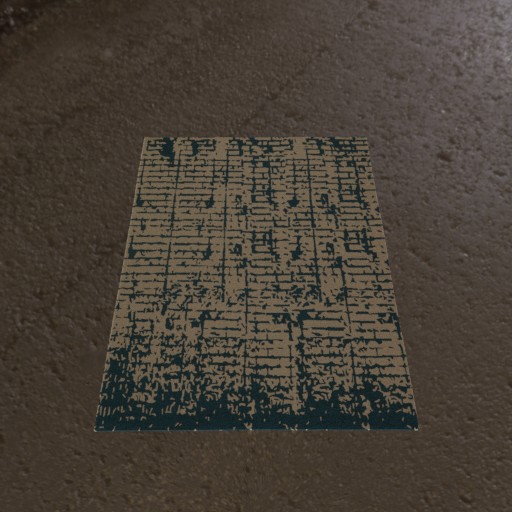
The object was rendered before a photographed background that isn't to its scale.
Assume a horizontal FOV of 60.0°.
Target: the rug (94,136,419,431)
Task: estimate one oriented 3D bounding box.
[{"bbox_3d":[0.000,0.000,4.059,2.416,0.014,3.017,0,59,0],"label":"rug"}]
